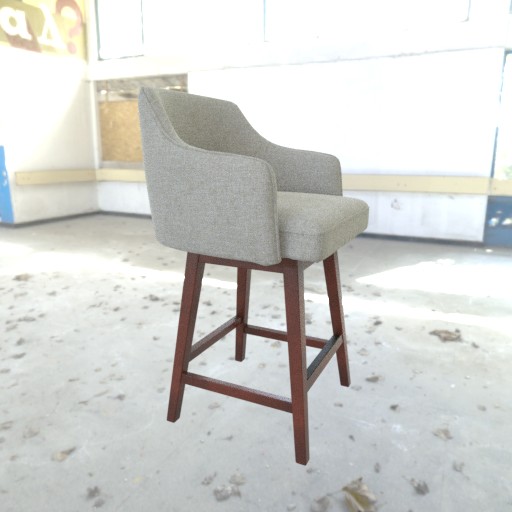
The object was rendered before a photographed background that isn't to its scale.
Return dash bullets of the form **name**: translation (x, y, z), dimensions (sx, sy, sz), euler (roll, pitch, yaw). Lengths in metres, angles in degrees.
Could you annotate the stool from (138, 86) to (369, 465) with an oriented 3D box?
- **stool**: translation (0.000, 0.000, 1.313), dimensions (0.558, 0.944, 0.599), euler (7, 15, 25)
